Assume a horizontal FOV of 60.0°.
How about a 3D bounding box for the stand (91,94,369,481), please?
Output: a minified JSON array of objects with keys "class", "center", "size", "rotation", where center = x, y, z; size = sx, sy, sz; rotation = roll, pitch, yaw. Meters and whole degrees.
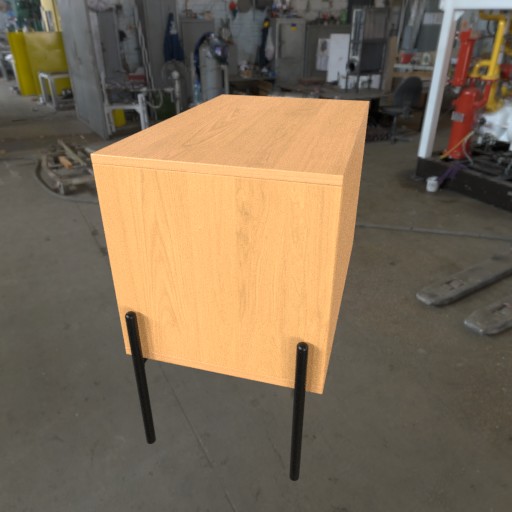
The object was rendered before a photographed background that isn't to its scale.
[{"class":"stand","center":[0.000,0.000,1.008],"size":[0.400,0.600,0.630],"rotation":[8,30,14]}]
